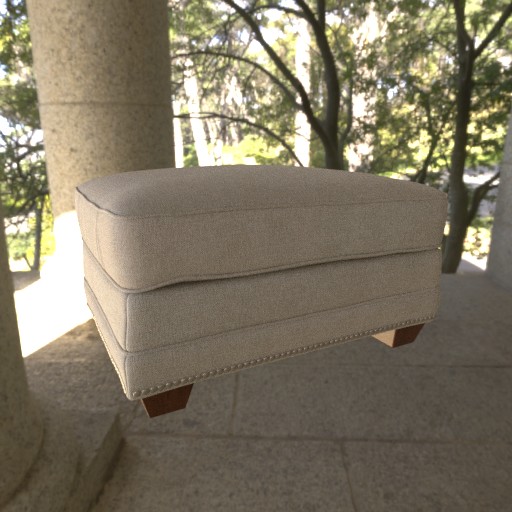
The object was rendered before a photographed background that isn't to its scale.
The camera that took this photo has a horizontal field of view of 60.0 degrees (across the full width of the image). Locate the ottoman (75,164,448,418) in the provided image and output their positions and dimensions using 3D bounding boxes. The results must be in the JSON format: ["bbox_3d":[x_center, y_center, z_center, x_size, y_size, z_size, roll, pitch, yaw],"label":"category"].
[{"bbox_3d":[0.000,0.000,1.149,0.813,0.458,0.559,-8,17,-27],"label":"ottoman"}]
